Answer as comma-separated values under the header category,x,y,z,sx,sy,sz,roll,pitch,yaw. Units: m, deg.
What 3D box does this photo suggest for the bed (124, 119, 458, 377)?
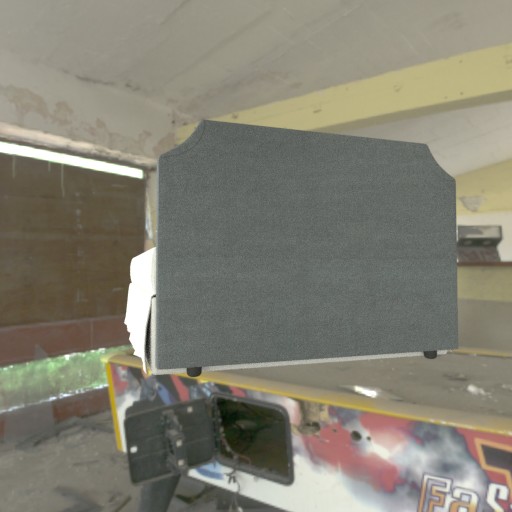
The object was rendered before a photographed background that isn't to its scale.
category,x,y,z,sx,sy,sz,roll,pitch,yaw
bed,0.000,0.000,3.612,1.977,1.306,2.464,1,-2,-18
